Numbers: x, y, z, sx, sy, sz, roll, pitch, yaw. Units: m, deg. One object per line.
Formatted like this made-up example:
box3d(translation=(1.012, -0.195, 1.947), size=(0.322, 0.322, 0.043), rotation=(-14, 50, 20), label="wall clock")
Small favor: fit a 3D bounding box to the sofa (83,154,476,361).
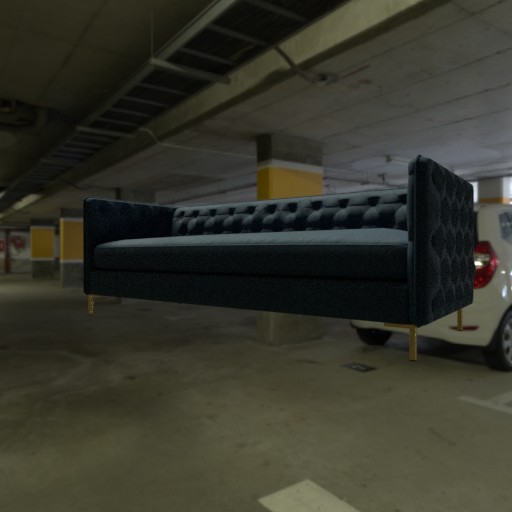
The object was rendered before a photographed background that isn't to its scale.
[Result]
box3d(translation=(0.000, 0.000, 2.584), size=(2.209, 0.771, 0.895), rotation=(0, 1, 36), label="sofa")
